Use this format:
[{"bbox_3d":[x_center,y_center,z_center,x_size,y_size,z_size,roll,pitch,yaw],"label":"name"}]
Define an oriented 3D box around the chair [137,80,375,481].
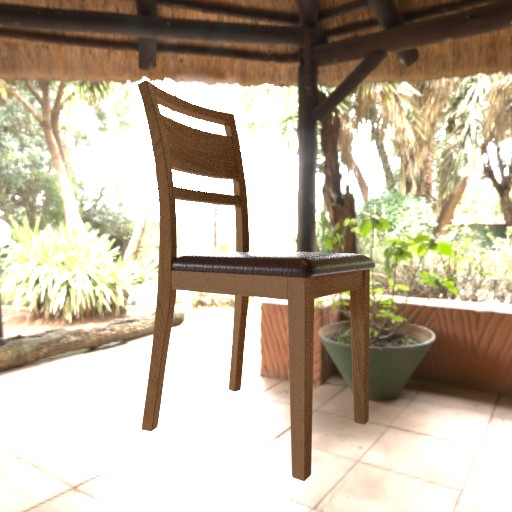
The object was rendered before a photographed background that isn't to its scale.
[{"bbox_3d":[0.000,0.000,1.227,0.545,0.940,0.420,1,2,34],"label":"chair"}]
